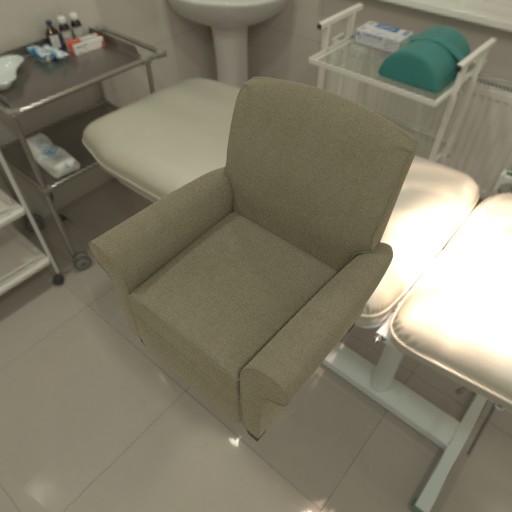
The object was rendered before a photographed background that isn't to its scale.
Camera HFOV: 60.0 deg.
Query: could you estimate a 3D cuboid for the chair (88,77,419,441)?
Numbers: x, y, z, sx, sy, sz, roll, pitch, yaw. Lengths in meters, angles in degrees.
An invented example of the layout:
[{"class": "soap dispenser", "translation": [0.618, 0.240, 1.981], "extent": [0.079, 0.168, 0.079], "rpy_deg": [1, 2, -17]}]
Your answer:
[{"class": "chair", "translation": [0.000, 0.000, 1.783], "extent": [0.978, 1.061, 0.905], "rpy_deg": [32, 55, 26]}]
